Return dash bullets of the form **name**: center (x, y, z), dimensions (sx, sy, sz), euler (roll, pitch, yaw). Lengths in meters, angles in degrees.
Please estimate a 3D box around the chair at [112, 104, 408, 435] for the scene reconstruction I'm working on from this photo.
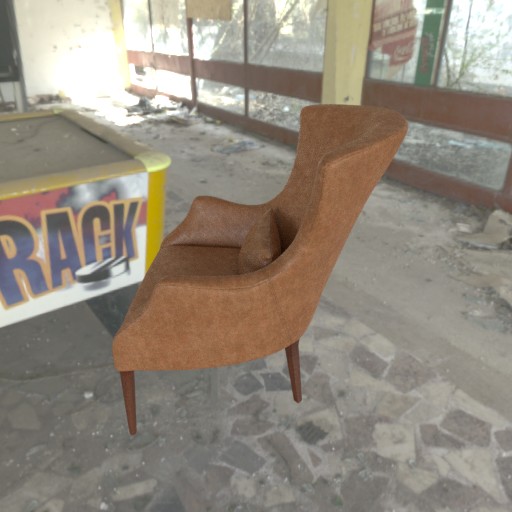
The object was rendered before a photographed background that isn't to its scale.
- **chair**: center (0.000, 0.000, 1.709), dimensions (0.955, 1.067, 0.846), euler (1, 28, 2)
